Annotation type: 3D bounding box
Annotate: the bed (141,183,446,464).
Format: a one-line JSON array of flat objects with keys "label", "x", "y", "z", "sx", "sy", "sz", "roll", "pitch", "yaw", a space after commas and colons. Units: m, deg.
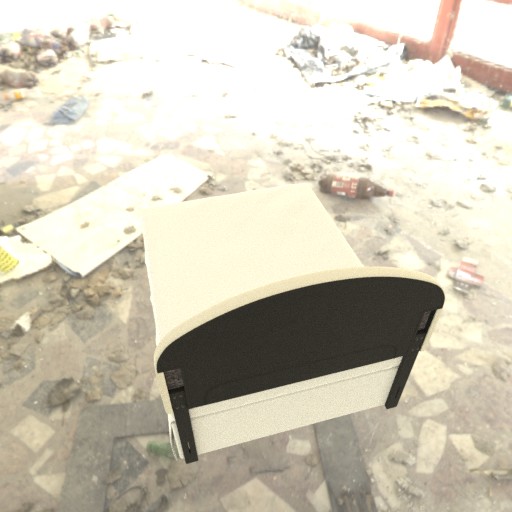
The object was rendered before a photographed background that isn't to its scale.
[{"label": "bed", "x": 0.000, "y": 0.000, "z": 3.131, "sx": 1.607, "sy": 1.410, "sz": 2.005, "roll": -10, "pitch": 43, "yaw": -11}]
